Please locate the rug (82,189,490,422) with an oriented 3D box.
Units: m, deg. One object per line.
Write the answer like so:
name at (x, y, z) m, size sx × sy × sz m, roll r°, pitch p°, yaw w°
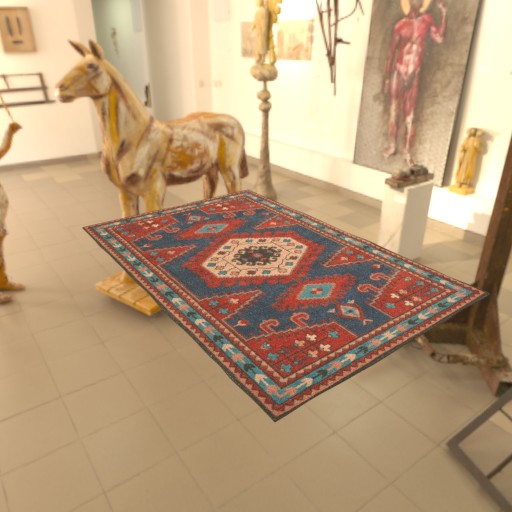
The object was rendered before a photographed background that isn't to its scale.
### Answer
rug at (0.000, 0.000, 2.268) m, size 1.207 × 0.012 × 1.820 m, roll -18°, pitch 32°, yaw -32°
